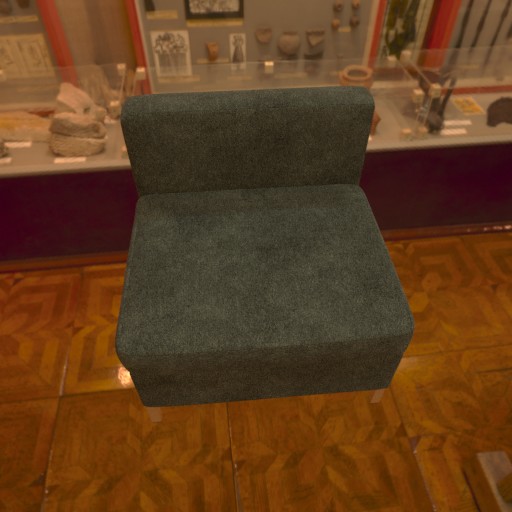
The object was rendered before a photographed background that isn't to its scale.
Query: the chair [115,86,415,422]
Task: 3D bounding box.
[{"bbox_3d":[0.000,0.000,1.224,0.680,0.660,0.680,-4,47,-3],"label":"chair"}]
